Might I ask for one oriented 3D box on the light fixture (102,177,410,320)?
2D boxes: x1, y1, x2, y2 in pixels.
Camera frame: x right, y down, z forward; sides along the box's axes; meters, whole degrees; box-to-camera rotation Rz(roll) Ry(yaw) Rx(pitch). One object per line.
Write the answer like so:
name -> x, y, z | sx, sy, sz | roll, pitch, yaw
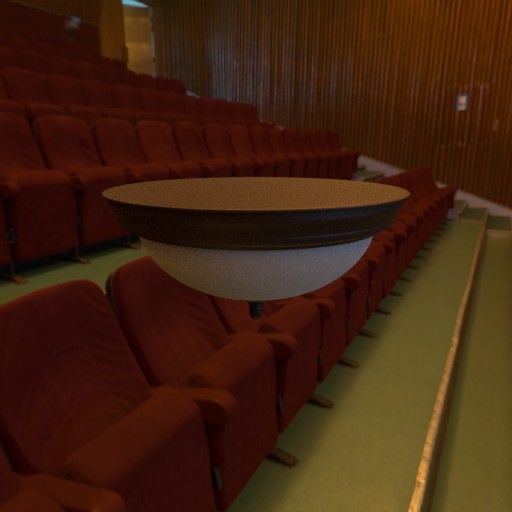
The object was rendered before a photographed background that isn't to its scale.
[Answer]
light fixture -> 0.000, 0.000, 0.441 | 0.280, 0.135, 0.280 | 0, 14, 0
